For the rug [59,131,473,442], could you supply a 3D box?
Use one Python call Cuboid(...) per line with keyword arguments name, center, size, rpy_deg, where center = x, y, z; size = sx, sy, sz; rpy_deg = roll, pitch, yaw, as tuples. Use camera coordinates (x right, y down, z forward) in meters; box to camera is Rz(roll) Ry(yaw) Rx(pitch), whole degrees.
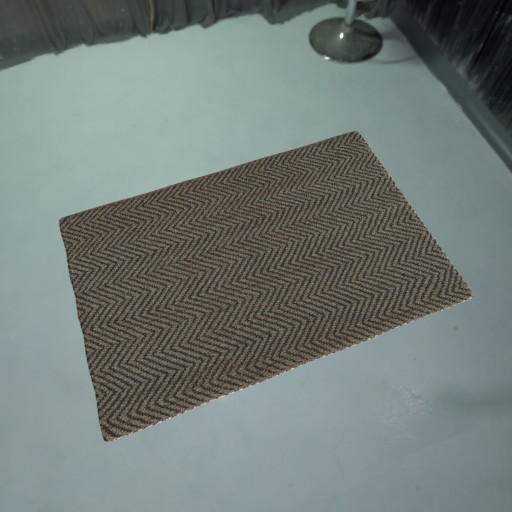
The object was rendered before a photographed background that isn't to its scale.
Cuboid(name="rug", center=(0.000, 0.000, 2.284), size=(1.828, 0.008, 1.219), rpy_deg=(-19, 61, -11))
